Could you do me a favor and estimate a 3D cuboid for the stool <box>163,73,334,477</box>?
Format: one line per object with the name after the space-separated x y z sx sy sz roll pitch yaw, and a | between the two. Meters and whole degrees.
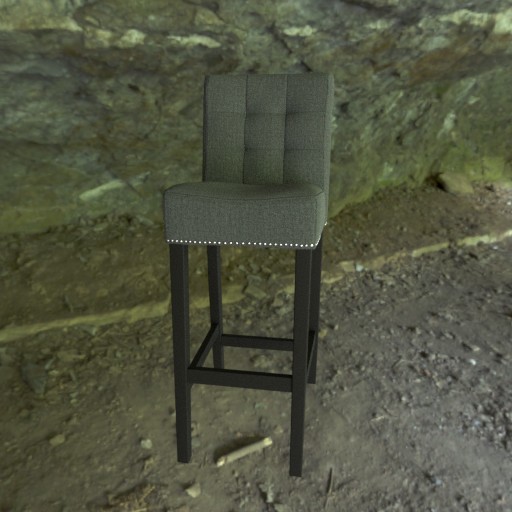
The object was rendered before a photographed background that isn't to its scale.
0.000 0.000 1.306 0.411 1.047 0.548 3 17 9 | stool
